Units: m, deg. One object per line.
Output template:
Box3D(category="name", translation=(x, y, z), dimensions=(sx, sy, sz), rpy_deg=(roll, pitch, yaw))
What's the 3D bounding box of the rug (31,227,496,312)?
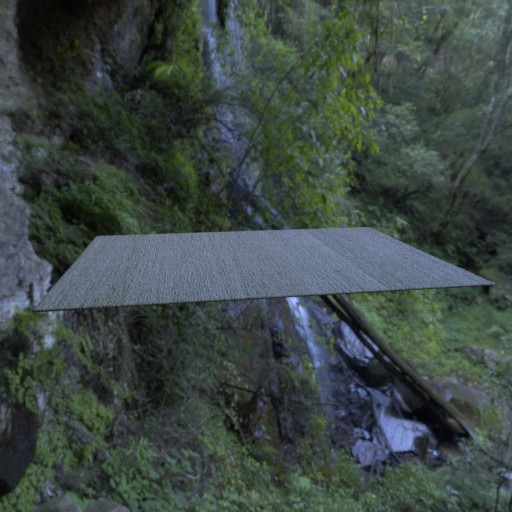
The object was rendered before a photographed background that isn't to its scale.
Box3D(category="rug", translation=(0.000, 0.000, 5.005), dimensions=(3.935, 0.025, 2.782), rpy_deg=(-2, 15, -9))
